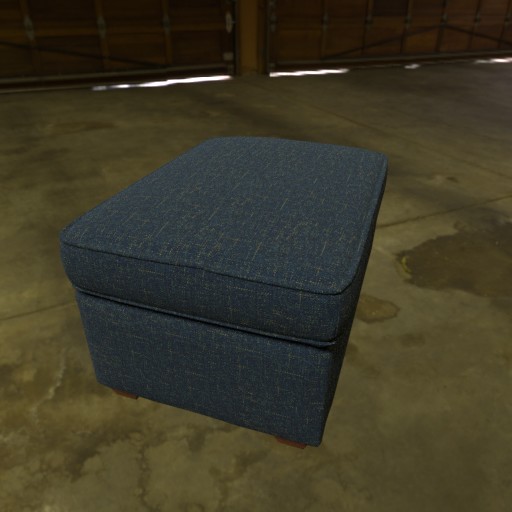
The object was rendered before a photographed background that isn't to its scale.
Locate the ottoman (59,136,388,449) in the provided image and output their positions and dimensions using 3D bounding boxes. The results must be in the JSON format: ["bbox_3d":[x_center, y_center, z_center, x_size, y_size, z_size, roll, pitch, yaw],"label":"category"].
[{"bbox_3d":[0.000,0.000,1.103,0.549,0.450,0.749,10,31,16],"label":"ottoman"}]
